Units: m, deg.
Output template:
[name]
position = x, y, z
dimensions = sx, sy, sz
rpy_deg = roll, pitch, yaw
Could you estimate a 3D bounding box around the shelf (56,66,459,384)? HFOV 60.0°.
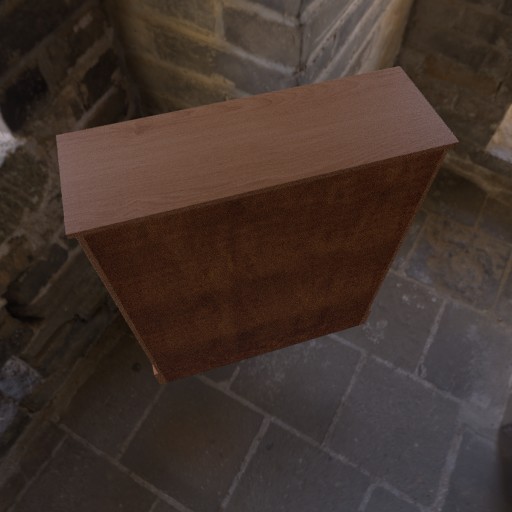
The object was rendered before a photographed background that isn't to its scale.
[shelf]
position = 0.000, 0.000, 1.390
dimensions = 0.840, 0.980, 0.291
rpy_deg = -15, 59, -9
